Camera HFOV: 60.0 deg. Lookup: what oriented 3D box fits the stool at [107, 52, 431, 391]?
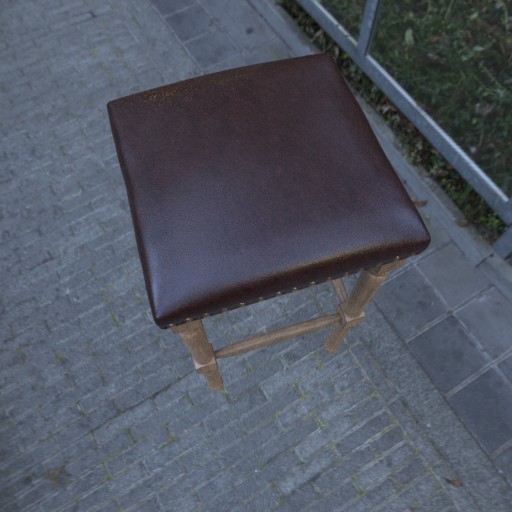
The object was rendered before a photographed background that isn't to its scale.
[{"bbox_3d":[0.000,0.000,0.914,0.383,0.702,0.382,-16,65,-7],"label":"stool"}]
